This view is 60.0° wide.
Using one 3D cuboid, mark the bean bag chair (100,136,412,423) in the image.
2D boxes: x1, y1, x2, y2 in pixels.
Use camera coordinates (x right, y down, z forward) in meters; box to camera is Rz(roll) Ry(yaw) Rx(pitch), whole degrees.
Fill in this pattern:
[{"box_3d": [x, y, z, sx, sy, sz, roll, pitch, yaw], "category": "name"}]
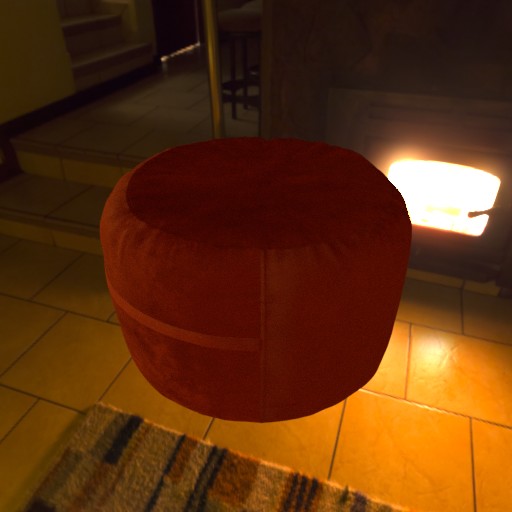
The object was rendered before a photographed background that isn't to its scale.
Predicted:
[{"box_3d": [0.000, 0.000, 1.894, 1.219, 0.762, 1.219, 0, 35, 0], "category": "bean bag chair"}]
